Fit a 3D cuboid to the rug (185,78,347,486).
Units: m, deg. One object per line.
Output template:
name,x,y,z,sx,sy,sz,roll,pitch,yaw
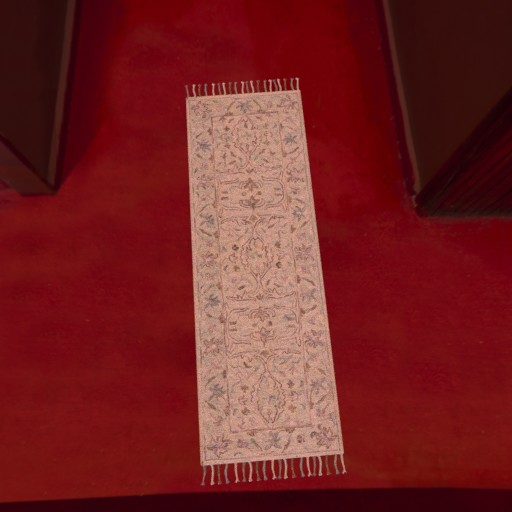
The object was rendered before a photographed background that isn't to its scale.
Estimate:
rug,0.000,0.000,2.649,0.769,0.013,2.440,-4,74,-1
